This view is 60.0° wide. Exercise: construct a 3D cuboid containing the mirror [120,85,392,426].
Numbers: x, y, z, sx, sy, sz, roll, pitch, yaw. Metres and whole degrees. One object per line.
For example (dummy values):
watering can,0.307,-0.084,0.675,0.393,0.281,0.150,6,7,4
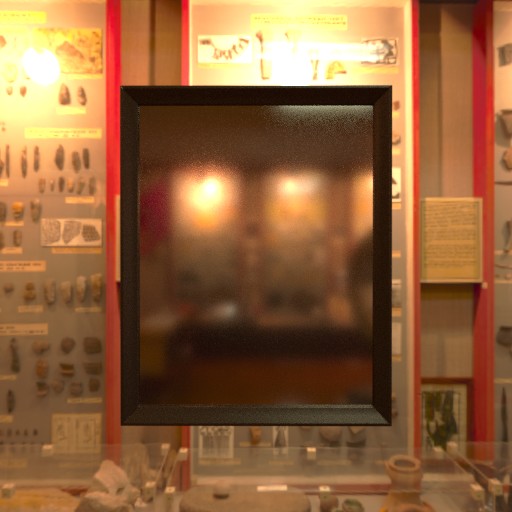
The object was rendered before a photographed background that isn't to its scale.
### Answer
mirror,0.000,0.000,0.681,0.406,0.509,0.041,0,0,0
